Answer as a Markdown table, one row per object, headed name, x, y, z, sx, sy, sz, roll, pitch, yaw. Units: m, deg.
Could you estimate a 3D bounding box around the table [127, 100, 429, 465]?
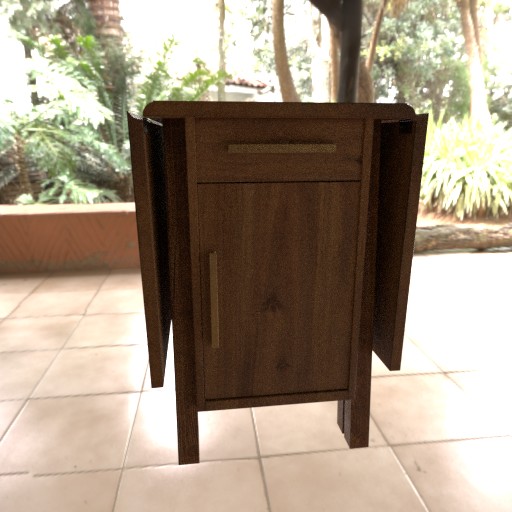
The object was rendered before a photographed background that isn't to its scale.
| name | x | y | z | sx | sy | sz | roll | pitch | yaw |
| --- | --- | --- | --- | --- | --- | --- | --- | --- | --- |
| table | 0.000 | 0.000 | 1.595 | 0.701 | 0.981 | 0.967 | -2 | 15 | -8 |
